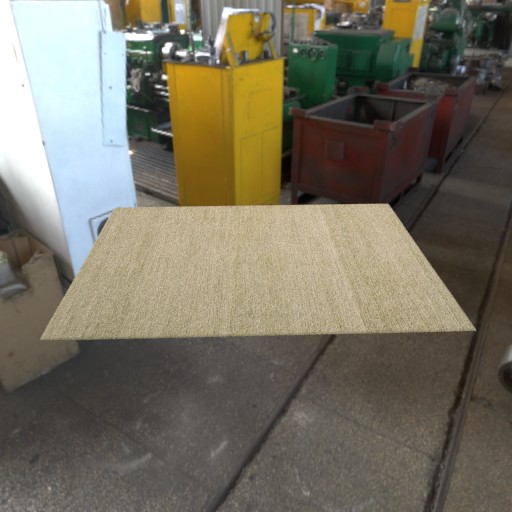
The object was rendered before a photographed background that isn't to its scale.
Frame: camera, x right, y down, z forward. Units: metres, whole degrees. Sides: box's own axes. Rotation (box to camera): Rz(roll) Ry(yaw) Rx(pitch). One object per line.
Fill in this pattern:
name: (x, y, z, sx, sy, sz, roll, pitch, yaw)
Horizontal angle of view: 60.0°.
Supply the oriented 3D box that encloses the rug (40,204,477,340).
rug: (0.000, 0.000, 5.171, 3.935, 0.025, 2.782, -1, 31, -2)
